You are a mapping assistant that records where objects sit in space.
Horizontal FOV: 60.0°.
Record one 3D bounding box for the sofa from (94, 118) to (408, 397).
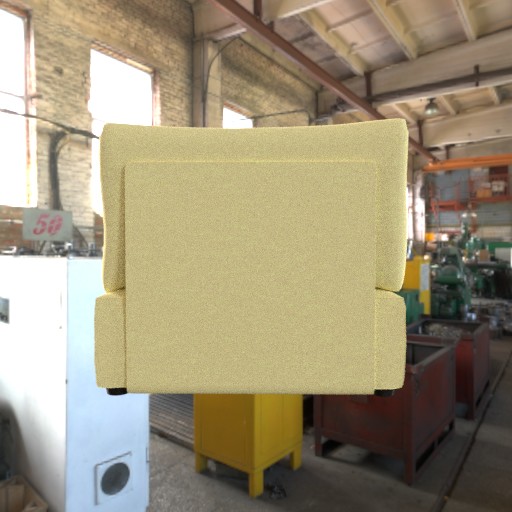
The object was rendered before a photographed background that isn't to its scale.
[{"bbox_3d":[0.000,0.000,1.993,0.930,0.820,1.450,0,1,1],"label":"sofa"}]
